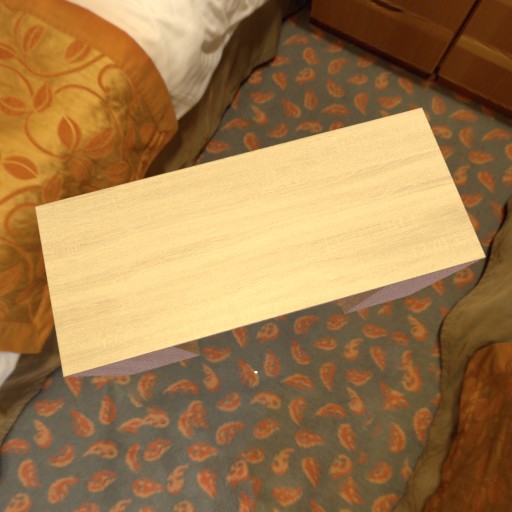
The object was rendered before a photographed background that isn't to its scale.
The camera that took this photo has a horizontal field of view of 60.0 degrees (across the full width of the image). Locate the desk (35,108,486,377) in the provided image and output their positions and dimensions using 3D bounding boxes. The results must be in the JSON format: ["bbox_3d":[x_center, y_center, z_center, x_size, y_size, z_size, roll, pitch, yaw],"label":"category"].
[{"bbox_3d":[0.000,0.000,1.824,1.390,0.740,0.600,-15,76,-4],"label":"desk"}]
